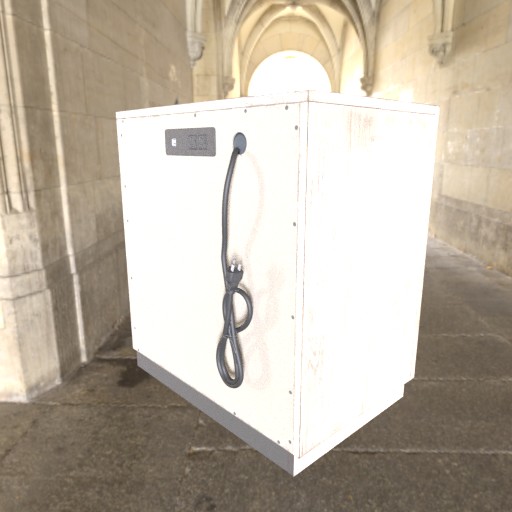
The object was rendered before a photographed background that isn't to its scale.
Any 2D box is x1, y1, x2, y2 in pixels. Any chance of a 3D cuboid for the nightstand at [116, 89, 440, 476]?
[{"bbox_3d":[0.000,0.000,1.061,0.483,0.673,0.612,-13,19,-42],"label":"nightstand"}]
